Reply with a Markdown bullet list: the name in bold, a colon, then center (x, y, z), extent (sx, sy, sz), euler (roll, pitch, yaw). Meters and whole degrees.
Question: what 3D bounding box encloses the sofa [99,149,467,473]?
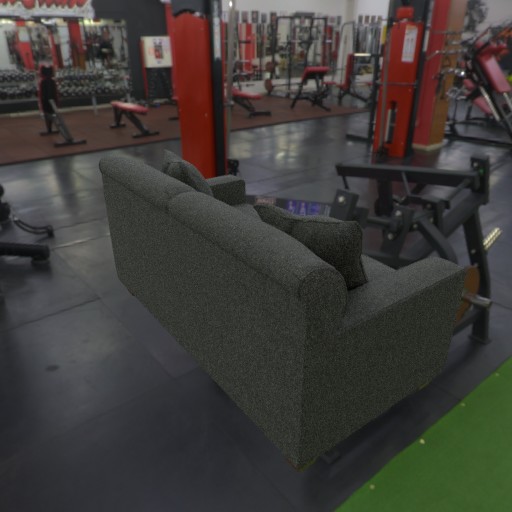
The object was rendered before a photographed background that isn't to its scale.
- **sofa**: center (0.000, 0.000, 2.389), extent (0.998, 0.958, 1.846), euler (-18, 31, -32)
